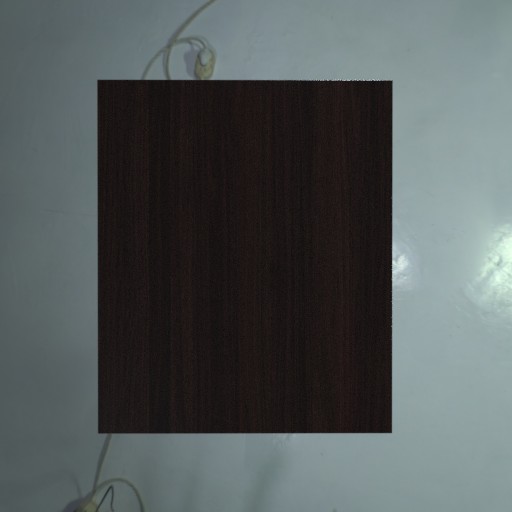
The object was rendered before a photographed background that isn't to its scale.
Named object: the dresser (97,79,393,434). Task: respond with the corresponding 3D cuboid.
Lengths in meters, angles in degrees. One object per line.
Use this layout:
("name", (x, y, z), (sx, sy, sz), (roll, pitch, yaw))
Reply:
("dresser", (0.000, 0.000, 0.736), (0.360, 0.470, 0.400), (0, 90, 0))
